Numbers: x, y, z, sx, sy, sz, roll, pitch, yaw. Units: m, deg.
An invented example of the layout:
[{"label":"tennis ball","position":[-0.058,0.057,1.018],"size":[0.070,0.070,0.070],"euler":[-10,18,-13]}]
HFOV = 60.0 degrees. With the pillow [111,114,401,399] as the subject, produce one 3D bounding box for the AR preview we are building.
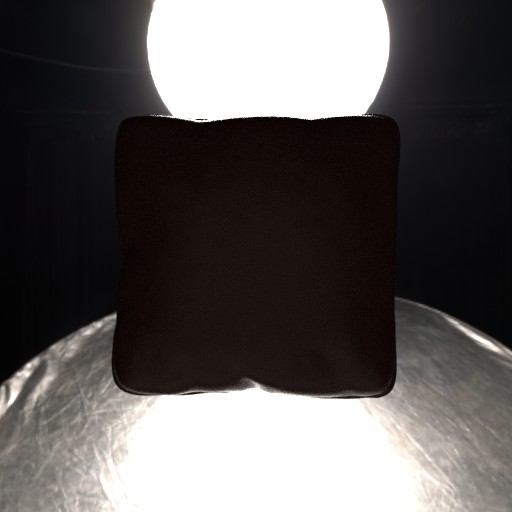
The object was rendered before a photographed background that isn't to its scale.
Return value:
[{"label":"pillow","position":[0.000,0.000,0.822],"size":[0.532,0.523,0.236],"euler":[0,-1,1]}]
